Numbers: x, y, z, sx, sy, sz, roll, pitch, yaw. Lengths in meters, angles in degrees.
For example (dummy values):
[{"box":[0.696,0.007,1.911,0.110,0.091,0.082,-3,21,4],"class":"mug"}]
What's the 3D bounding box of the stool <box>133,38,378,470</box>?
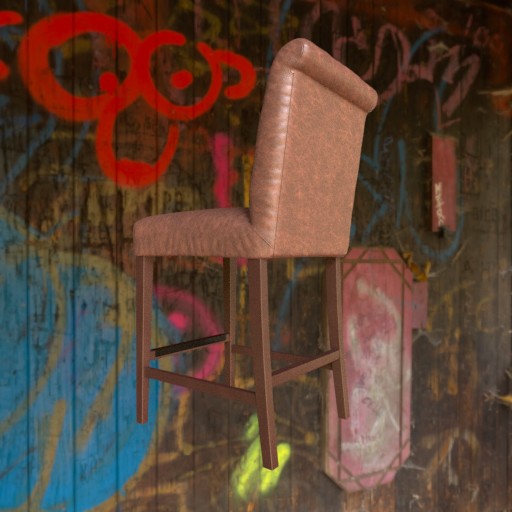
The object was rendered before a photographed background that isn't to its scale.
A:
[{"box":[0.000,0.000,1.435,0.660,1.084,0.486,0,1,37],"class":"stool"}]
